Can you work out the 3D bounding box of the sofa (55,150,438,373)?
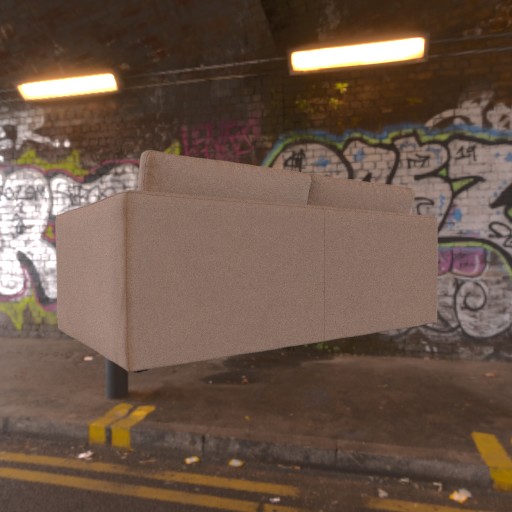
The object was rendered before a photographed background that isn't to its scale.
[{"bbox_3d":[0.000,0.000,2.508,1.905,0.839,1.091,0,0,-36],"label":"sofa"}]
